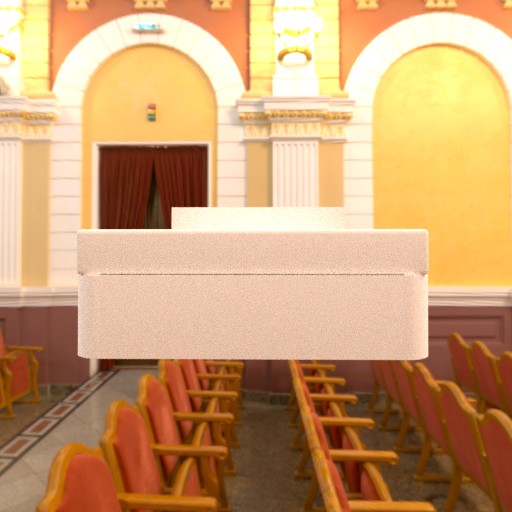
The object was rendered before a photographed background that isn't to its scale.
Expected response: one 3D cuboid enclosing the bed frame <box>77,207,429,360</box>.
[{"bbox_3d":[0.000,0.000,2.634,1.400,0.800,1.900,0,0,1],"label":"bed frame"}]
